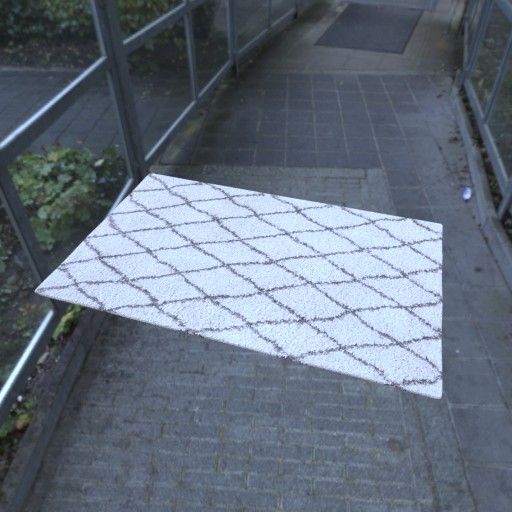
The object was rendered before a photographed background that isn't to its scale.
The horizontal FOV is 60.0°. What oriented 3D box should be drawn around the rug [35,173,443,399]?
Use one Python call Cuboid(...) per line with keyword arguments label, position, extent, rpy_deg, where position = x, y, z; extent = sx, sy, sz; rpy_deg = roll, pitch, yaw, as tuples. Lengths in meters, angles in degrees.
Cuboid(label="rug", position=(0.000, 0.000, 3.044), extent=(2.438, 0.030, 1.524), rpy_deg=(12, 42, 13))
